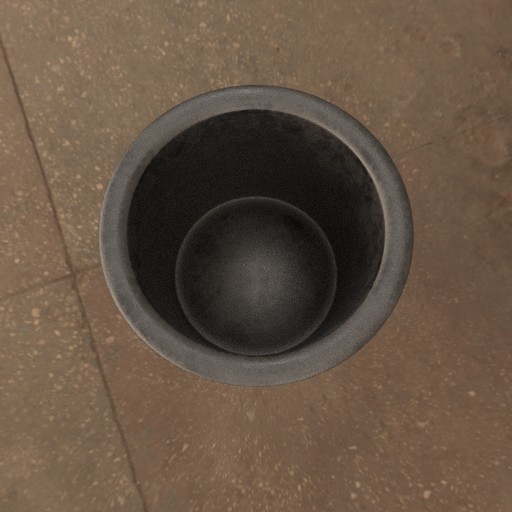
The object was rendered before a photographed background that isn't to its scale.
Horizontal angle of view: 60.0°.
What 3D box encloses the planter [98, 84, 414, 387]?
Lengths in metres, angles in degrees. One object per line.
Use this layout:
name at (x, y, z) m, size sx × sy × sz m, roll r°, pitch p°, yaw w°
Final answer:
planter at (0.000, 0.000, 0.226) m, size 0.125 × 0.112 × 0.125 m, roll 0°, pitch 76°, yaw 0°
